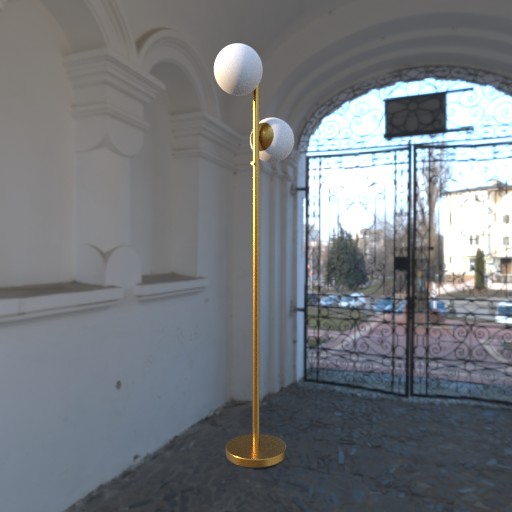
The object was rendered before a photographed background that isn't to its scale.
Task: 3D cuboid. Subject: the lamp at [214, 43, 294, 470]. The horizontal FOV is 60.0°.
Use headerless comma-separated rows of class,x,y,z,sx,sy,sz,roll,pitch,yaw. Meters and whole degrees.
lamp,0.000,0.000,1.822,0.249,1.641,0.419,0,0,37
